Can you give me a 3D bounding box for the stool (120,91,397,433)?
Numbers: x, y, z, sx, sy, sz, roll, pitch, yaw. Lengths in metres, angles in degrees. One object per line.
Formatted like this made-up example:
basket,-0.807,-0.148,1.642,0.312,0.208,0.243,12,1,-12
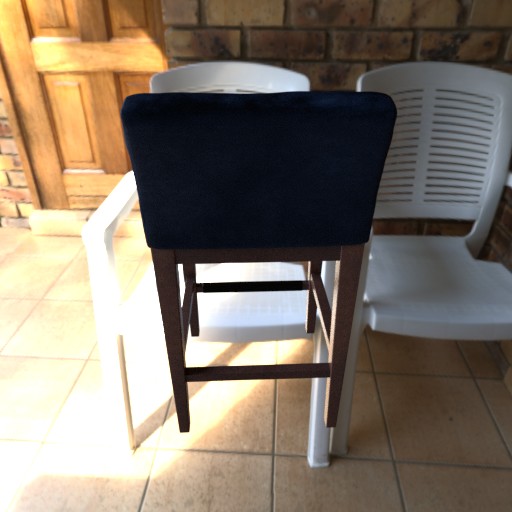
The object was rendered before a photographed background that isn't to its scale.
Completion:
stool,0.000,0.000,1.231,0.511,0.945,0.516,-1,32,-2
